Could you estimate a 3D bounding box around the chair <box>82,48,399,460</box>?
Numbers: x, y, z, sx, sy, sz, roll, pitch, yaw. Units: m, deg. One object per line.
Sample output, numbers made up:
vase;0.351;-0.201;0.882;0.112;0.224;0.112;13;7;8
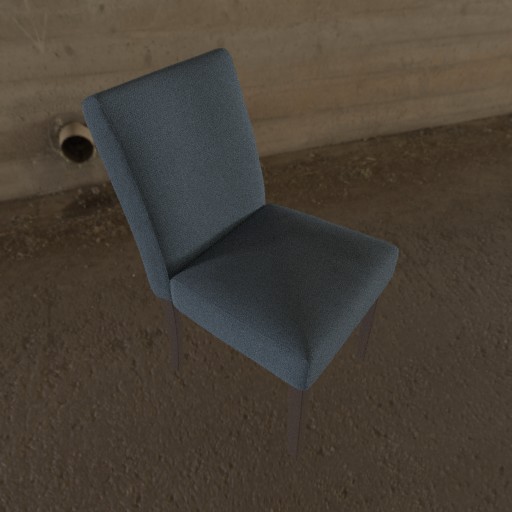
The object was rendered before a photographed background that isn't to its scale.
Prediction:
chair;0.000;0.000;1.202;0.629;0.882;0.487;26;48;27
